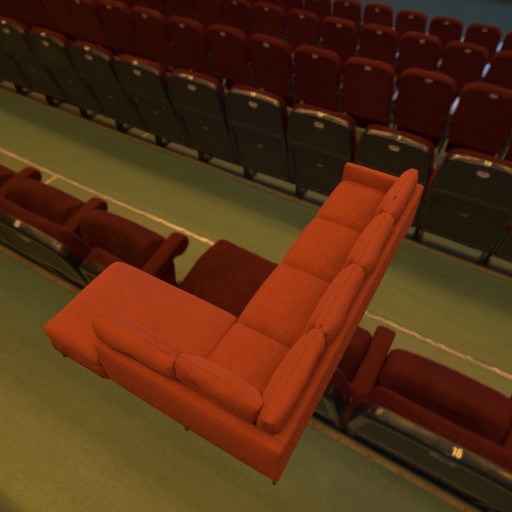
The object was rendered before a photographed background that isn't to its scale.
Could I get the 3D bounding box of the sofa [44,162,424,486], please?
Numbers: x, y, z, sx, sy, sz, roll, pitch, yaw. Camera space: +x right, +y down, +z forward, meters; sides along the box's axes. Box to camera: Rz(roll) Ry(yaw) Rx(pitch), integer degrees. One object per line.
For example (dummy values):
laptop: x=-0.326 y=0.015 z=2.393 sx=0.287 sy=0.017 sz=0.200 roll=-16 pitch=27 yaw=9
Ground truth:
sofa: x=0.000 y=0.000 z=3.567 sx=1.879 sy=0.757 sz=2.736 roll=23 pitch=50 yaw=21
